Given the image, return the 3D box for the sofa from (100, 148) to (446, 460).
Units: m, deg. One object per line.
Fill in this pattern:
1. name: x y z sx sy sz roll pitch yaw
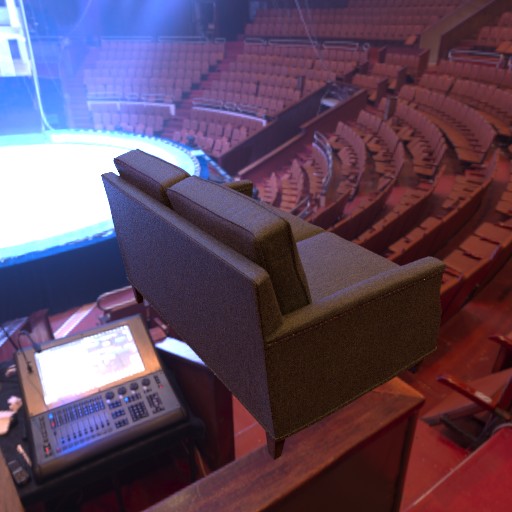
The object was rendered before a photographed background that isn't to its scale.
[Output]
1. sofa: 0.000 0.000 2.325 1.084 1.003 1.597 -17 31 -31
